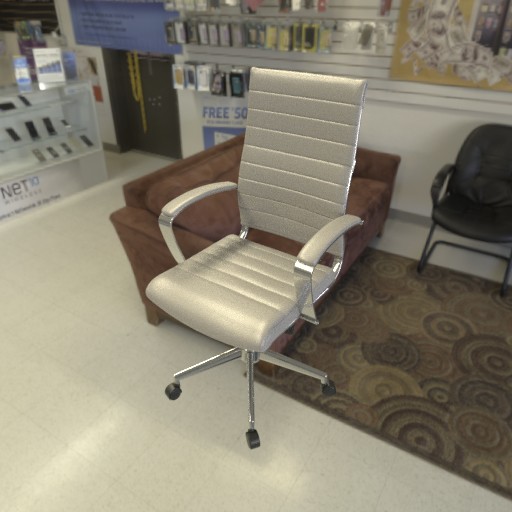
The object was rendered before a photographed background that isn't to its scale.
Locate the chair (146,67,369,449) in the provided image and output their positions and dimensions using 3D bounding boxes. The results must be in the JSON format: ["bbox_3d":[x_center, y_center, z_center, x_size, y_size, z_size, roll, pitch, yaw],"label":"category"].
[{"bbox_3d":[0.000,0.000,1.586,0.679,1.149,0.667,20,37,29],"label":"chair"}]
